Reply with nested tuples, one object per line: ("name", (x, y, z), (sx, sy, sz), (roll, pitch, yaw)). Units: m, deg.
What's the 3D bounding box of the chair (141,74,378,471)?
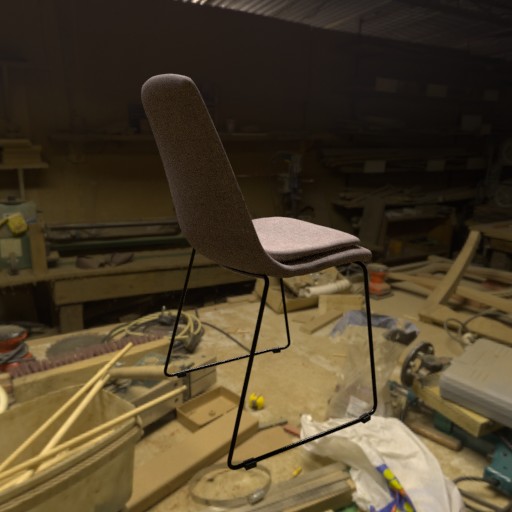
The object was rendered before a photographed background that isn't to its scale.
("chair", (0.000, 0.000, 1.173), (0.518, 0.858, 0.479), (-8, 17, -28))
